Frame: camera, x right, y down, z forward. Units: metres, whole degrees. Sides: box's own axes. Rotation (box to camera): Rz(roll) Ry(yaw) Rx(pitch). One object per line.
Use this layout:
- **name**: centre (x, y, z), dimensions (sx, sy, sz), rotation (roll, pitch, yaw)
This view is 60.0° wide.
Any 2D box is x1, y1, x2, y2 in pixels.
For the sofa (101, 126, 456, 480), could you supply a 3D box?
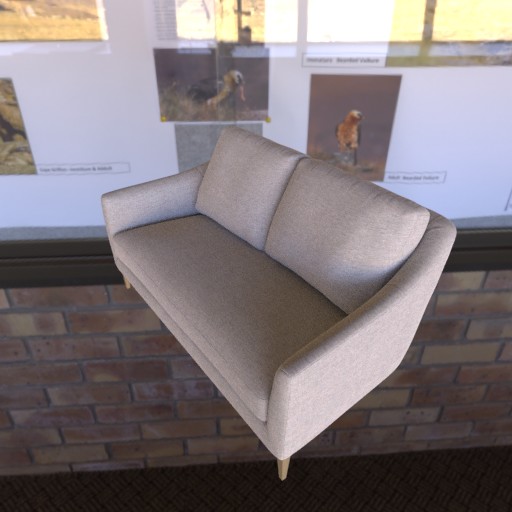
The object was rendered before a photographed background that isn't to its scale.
- **sofa**: centre (0.000, 0.000, 2.152), dimensions (0.960, 0.904, 1.619), rotation (-21, 38, -30)
